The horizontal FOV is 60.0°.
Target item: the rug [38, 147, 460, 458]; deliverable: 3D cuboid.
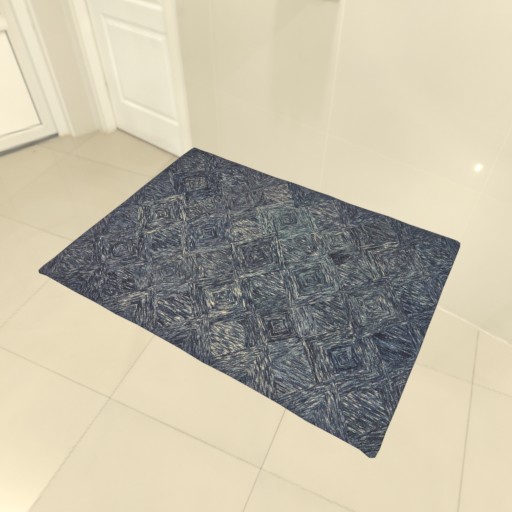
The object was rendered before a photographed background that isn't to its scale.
[{"bbox_3d":[0.000,0.000,4.168,3.245,0.024,2.385,23,51,21],"label":"rug"}]
